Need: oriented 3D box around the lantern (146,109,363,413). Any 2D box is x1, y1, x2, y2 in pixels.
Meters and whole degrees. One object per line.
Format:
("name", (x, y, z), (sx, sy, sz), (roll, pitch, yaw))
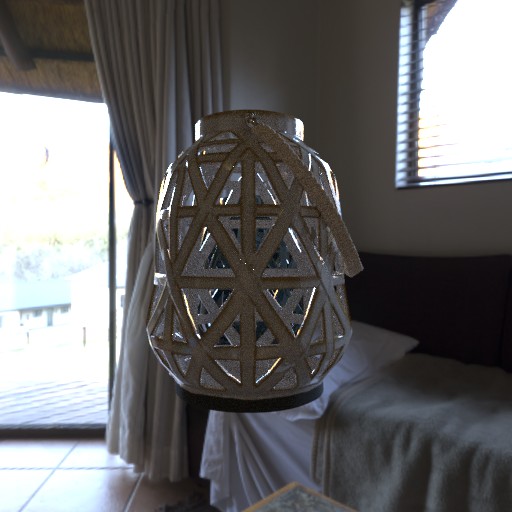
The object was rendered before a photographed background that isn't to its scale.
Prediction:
("lantern", (0.000, 0.000, 0.626), (0.245, 0.307, 0.439), (0, 1, 0))
